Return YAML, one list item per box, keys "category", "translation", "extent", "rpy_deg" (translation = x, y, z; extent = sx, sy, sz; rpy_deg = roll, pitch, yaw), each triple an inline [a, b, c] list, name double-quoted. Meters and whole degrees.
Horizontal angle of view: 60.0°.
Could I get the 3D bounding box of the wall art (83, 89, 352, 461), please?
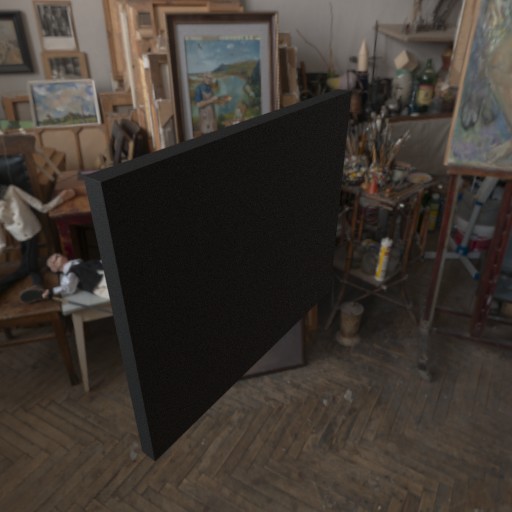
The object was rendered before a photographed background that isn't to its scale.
- category: "wall art"
  translation: [0.000, 0.000, 0.760]
  extent: [0.029, 0.457, 0.558]
  rpy_deg: [21, 37, 31]
